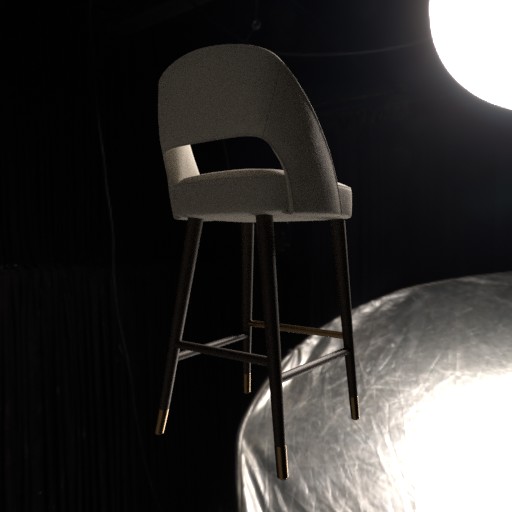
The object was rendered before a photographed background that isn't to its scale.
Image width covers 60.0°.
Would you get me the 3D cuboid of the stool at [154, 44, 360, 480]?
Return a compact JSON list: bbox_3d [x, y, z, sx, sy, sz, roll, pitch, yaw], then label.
[{"bbox_3d":[0.000,0.000,1.312,0.494,1.037,0.509,1,2,35],"label":"stool"}]
